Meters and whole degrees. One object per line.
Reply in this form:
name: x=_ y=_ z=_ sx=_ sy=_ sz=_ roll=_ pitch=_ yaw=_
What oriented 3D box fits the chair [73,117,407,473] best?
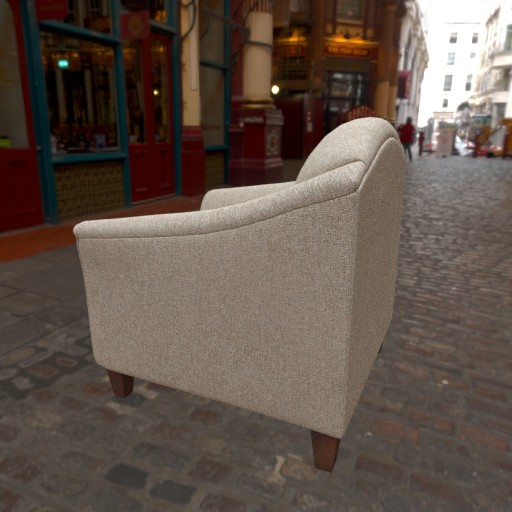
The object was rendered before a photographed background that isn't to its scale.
chair: x=0.000 y=0.000 z=1.412 sx=0.787 sy=0.839 sz=0.763 roll=7 pitch=18 yaw=24
